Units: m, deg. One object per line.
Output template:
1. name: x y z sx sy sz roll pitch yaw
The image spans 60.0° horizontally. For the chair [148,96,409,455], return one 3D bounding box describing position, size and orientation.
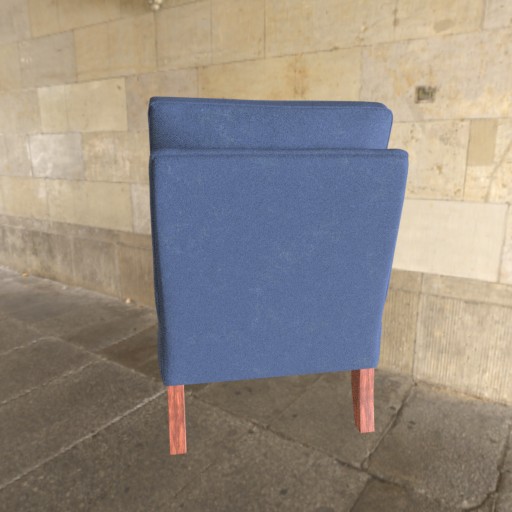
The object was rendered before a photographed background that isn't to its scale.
1. chair: 0.000 0.000 1.644 0.724 1.052 0.912 -2 13 -10
